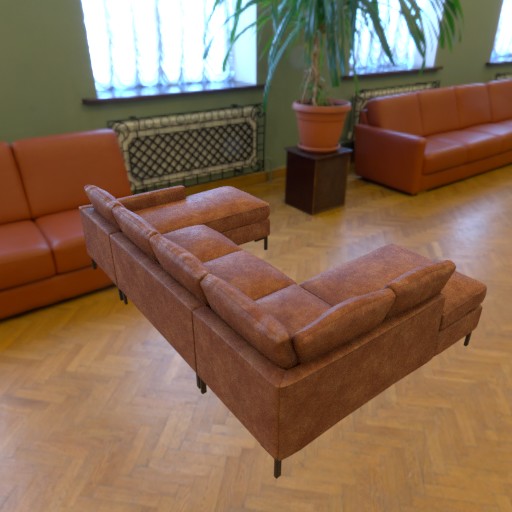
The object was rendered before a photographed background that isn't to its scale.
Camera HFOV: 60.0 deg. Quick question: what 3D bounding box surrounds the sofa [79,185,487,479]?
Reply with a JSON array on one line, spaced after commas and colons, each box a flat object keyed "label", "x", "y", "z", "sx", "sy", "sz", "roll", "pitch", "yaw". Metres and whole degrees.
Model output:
[{"label": "sofa", "x": 0.000, "y": 0.000, "z": 3.694, "sx": 1.939, "sy": 0.900, "sz": 2.956, "roll": -19, "pitch": 34, "yaw": -32}]
